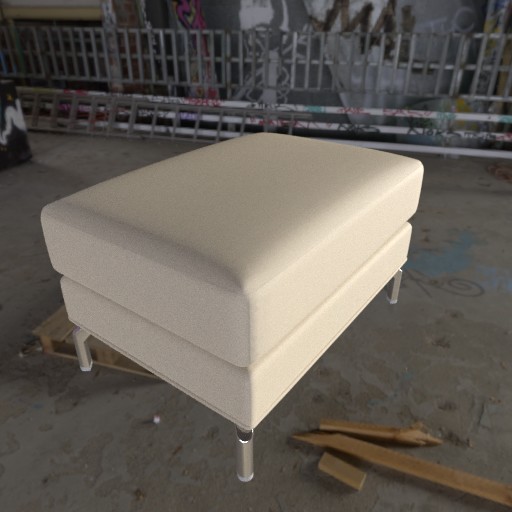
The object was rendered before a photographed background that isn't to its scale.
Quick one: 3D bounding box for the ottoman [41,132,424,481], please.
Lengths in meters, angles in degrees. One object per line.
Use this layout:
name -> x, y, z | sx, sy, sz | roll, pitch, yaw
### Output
ottoman -> 0.000, 0.000, 1.187 | 0.581, 0.497, 0.835 | 20, 34, 32
